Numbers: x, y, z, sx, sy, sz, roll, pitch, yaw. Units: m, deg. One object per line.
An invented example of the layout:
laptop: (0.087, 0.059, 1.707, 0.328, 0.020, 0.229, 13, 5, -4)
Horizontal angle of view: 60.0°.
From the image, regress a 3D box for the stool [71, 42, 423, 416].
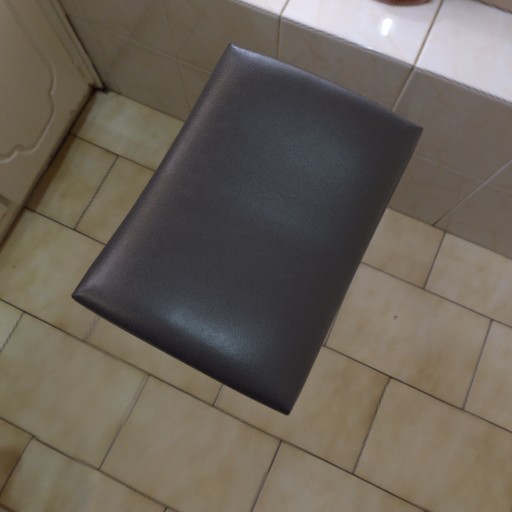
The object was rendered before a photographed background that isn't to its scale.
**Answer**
stool: (0.000, 0.000, 0.964, 0.372, 0.654, 0.504, 27, 77, 7)
